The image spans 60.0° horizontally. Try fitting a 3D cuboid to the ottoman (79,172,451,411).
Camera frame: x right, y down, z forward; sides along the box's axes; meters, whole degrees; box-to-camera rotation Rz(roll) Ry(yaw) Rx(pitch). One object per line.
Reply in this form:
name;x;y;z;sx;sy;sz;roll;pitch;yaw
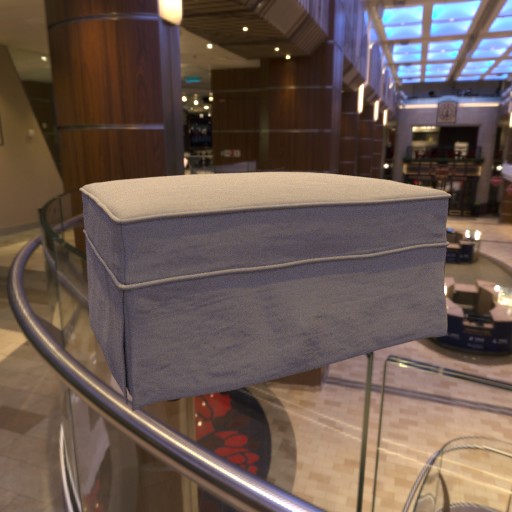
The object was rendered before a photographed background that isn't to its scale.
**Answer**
ottoman;0.000;0.000;1.333;0.944;0.479;0.703;-7;16;-26
